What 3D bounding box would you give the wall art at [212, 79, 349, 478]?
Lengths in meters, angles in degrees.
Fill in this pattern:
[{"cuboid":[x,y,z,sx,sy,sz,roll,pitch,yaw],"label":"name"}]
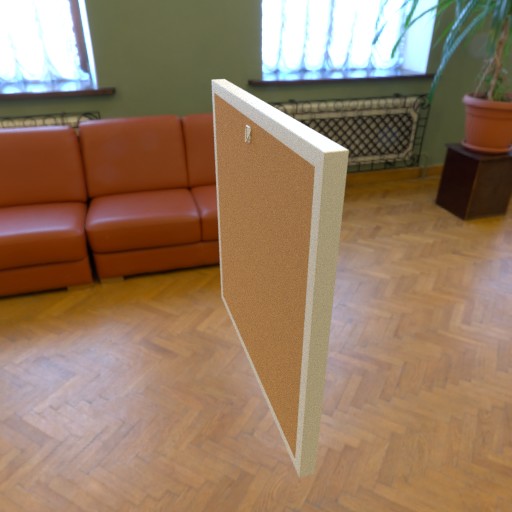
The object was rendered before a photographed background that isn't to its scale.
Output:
[{"cuboid":[0.000,0.000,1.153,0.050,0.762,0.761,-9,31,-15],"label":"wall art"}]
